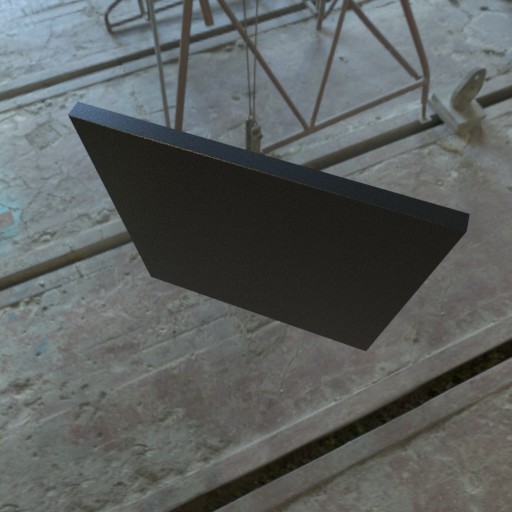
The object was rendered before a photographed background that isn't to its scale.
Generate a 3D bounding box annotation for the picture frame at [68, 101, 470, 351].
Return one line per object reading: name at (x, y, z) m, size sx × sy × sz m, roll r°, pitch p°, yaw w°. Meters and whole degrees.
picture frame at (0.000, 0.000, 0.840) m, size 0.559 × 0.557 × 0.029 m, roll 18°, pitch 64°, yaw 9°
